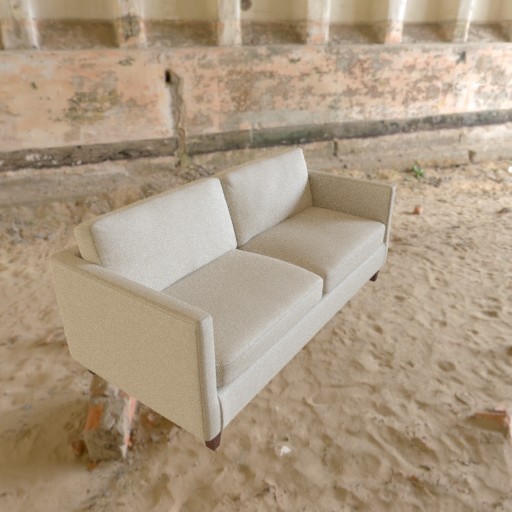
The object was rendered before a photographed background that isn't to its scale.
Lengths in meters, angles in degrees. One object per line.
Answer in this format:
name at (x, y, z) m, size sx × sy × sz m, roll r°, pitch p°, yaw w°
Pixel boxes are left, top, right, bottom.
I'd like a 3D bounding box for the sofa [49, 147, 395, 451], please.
sofa at (0.000, 0.000, 2.590) m, size 0.965 × 0.889 × 1.981 m, roll 18°, pitch 31°, yaw 31°
